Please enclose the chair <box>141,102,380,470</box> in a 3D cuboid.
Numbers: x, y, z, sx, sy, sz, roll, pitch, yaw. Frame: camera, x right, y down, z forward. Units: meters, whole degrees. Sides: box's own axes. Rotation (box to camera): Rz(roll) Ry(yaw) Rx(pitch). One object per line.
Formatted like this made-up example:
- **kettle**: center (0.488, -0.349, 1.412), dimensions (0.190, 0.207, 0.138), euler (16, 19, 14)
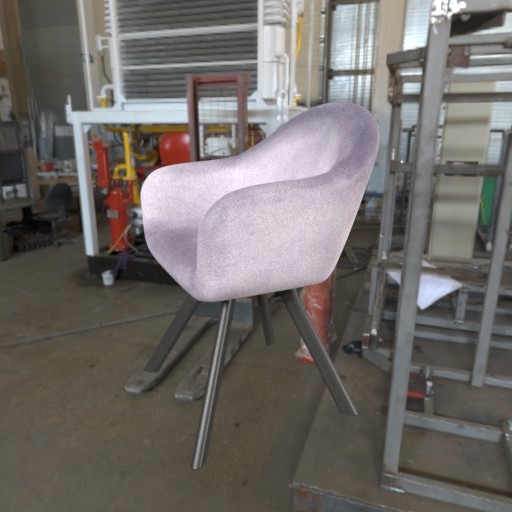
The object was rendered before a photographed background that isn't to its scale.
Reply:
- **chair**: center (0.000, 0.000, 1.170), dimensions (0.540, 0.780, 0.570), euler (-8, 18, -25)
